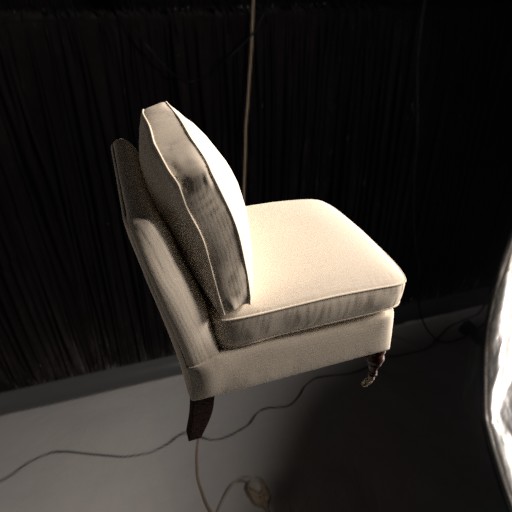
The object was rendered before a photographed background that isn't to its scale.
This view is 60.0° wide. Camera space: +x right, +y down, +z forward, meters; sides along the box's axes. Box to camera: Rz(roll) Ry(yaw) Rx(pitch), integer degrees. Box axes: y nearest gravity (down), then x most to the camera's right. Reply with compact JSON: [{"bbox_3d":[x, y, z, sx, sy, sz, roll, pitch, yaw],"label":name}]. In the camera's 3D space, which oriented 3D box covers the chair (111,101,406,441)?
[{"bbox_3d":[0.000,0.000,1.449,0.781,0.887,0.630,-10,34,-15],"label":"chair"}]
